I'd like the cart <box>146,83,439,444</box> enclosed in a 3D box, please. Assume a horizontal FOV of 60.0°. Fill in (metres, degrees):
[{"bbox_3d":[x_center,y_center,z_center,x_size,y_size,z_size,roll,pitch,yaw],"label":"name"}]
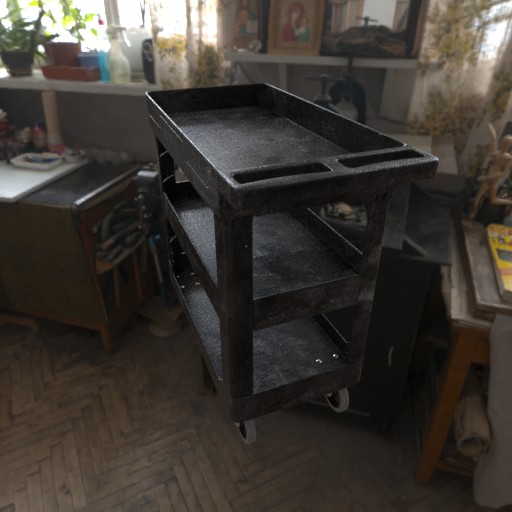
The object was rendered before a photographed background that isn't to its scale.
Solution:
[{"bbox_3d":[0.000,0.000,1.334,0.420,0.824,0.877,-12,33,-19],"label":"cart"}]
